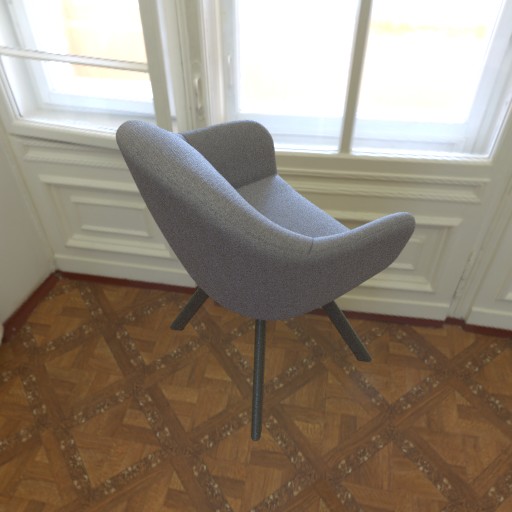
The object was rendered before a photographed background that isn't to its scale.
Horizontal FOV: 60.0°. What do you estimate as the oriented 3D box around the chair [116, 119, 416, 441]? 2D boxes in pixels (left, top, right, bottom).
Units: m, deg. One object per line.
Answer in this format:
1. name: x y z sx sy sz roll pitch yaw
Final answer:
1. chair: 0.000 0.000 1.152 0.550 0.795 0.590 -26 47 -26
